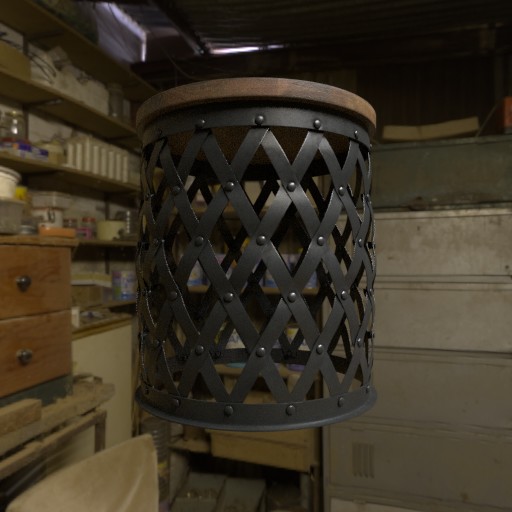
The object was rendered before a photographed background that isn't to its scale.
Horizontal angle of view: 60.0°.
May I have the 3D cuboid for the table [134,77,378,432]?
[{"bbox_3d":[0.000,0.000,0.769,0.405,0.454,0.405,0,-1,0],"label":"table"}]
